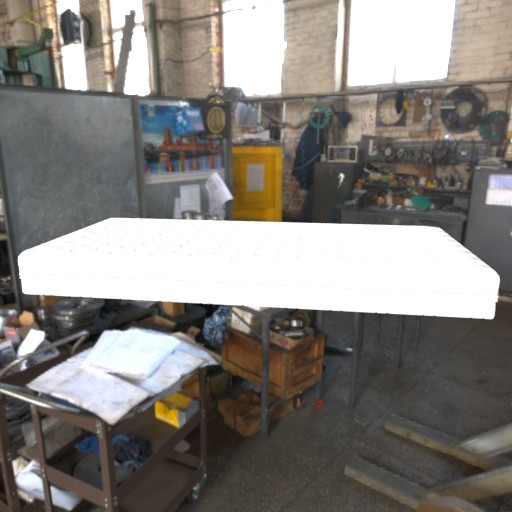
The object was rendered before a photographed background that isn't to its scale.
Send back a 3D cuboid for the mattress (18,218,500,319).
[{"bbox_3d":[0.000,0.000,2.251,2.000,0.200,0.900,2,15,8],"label":"mattress"}]
